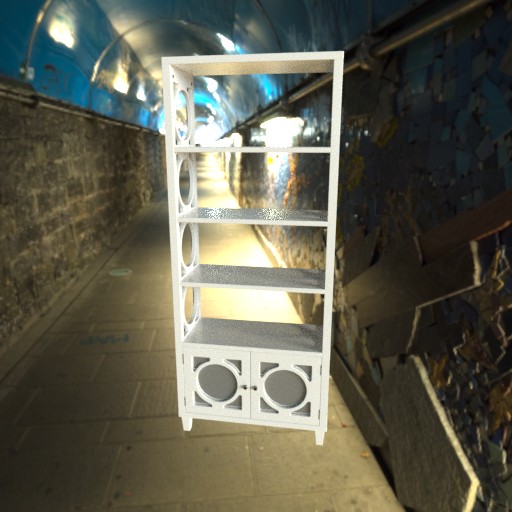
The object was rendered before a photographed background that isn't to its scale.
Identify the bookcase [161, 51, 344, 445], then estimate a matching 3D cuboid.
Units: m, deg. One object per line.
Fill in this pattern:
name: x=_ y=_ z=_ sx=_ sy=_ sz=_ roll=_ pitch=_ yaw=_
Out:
bookcase: x=0.000 y=0.000 z=2.190 sx=0.761 sy=1.869 sz=0.361 roll=2 pitch=14 yaw=9
